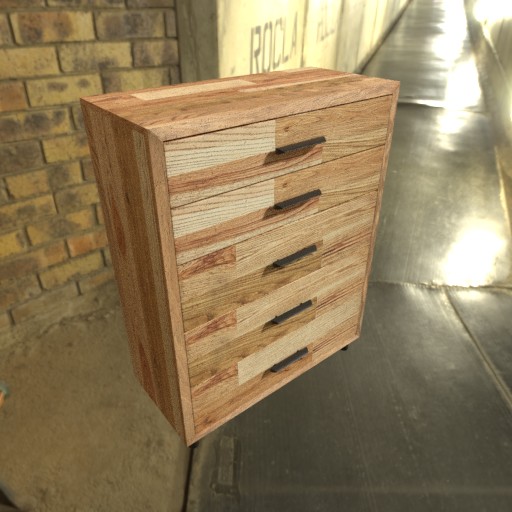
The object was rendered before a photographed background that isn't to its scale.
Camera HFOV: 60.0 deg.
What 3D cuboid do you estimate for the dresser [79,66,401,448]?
[{"bbox_3d":[0.000,0.000,1.739,0.966,1.243,0.480,-22,38,-32],"label":"dresser"}]
